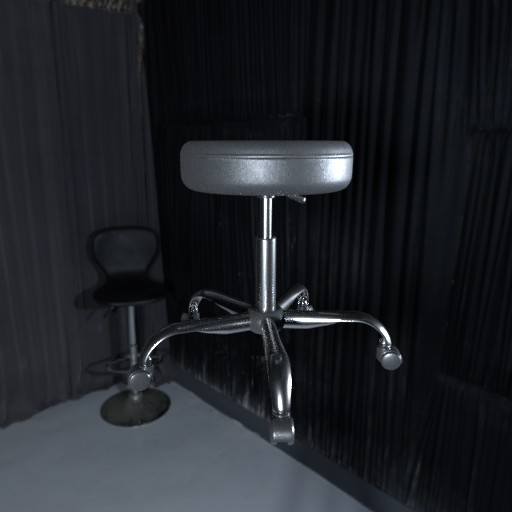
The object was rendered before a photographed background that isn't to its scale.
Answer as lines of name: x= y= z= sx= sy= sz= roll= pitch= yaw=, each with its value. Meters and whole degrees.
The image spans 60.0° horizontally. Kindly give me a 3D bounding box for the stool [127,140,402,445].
stool: x=0.000 y=0.000 z=1.146 sx=0.673 sy=0.576 sz=0.638 roll=-14 pitch=20 yaw=-43
